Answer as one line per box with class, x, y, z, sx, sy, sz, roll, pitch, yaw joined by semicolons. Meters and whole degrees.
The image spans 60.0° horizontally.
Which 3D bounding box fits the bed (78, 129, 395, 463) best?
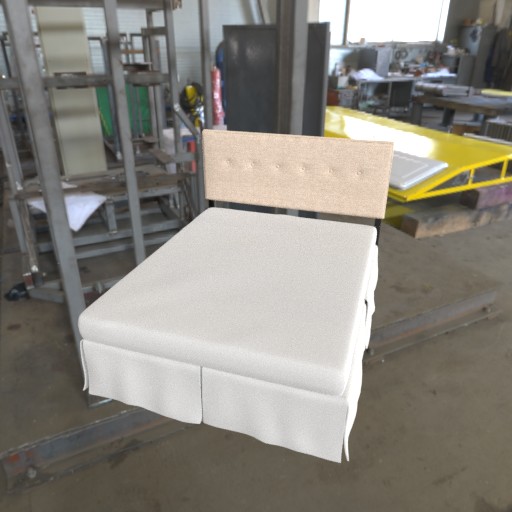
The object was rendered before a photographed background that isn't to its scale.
bed;0.000;0.000;3.040;1.643;1.270;1.978;8;28;16
